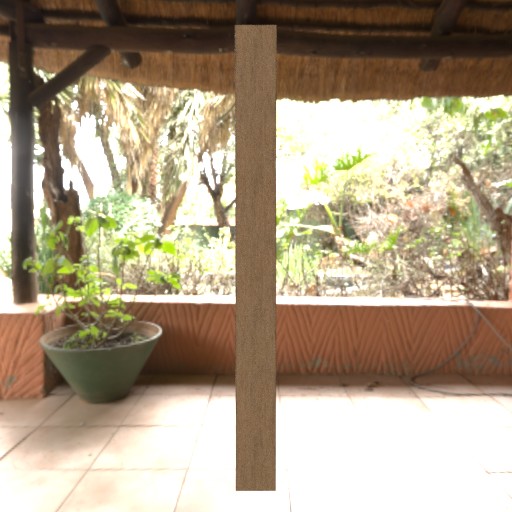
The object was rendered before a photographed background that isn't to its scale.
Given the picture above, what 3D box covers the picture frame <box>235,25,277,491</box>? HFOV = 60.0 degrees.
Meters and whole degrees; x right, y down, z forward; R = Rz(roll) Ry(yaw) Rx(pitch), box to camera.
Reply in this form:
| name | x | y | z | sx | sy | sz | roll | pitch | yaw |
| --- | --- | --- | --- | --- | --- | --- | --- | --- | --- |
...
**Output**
| name | x | y | z | sx | sy | sz | roll | pitch | yaw |
| --- | --- | --- | --- | --- | --- | --- | --- | --- | --- |
| picture frame | 0.000 | 0.000 | 0.710 | 0.046 | 0.526 | 0.421 | 0 | 2 | 0 |
